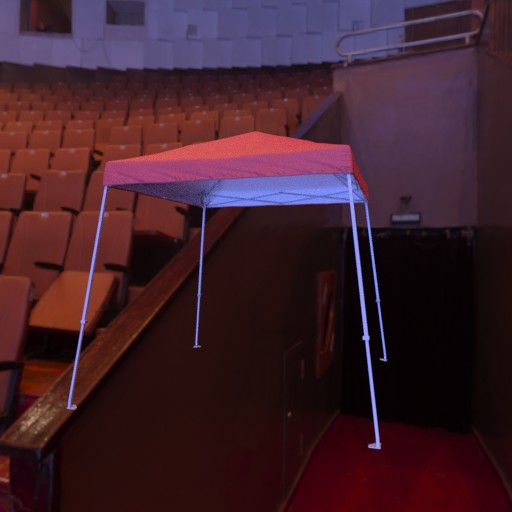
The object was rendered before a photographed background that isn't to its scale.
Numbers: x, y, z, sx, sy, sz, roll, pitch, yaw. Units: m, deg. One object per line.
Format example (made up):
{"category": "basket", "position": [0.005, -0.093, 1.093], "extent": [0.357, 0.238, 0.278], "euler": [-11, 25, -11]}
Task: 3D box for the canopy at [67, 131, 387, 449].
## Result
{"category": "canopy", "position": [0.000, 0.000, 6.432], "extent": [3.599, 3.600, 3.600], "euler": [0, 1, 17]}
